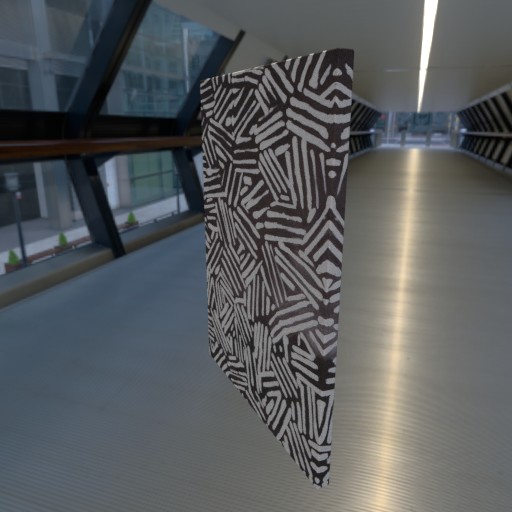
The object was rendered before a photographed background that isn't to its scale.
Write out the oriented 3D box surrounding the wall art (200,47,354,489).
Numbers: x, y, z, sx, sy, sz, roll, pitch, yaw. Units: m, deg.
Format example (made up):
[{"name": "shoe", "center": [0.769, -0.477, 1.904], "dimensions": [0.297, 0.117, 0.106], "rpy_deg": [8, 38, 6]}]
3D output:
[{"name": "wall art", "center": [0.000, 0.000, 1.300], "dimensions": [0.038, 1.017, 0.765], "rpy_deg": [-8, 19, -25]}]
